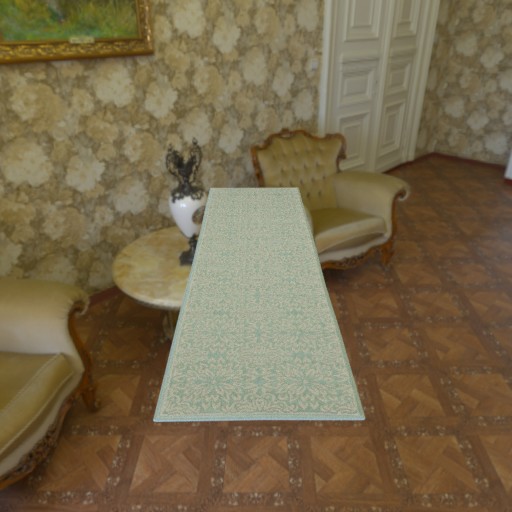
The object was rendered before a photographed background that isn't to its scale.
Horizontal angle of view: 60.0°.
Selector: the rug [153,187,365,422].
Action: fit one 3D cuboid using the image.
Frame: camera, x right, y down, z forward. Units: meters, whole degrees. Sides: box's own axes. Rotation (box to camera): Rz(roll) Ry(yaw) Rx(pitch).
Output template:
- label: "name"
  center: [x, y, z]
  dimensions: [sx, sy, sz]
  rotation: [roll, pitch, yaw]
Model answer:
- label: "rug"
  center: [0.000, 0.000, 2.349]
  dimensions: [0.662, 0.011, 2.196]
  rotation: [0, 28, -1]
